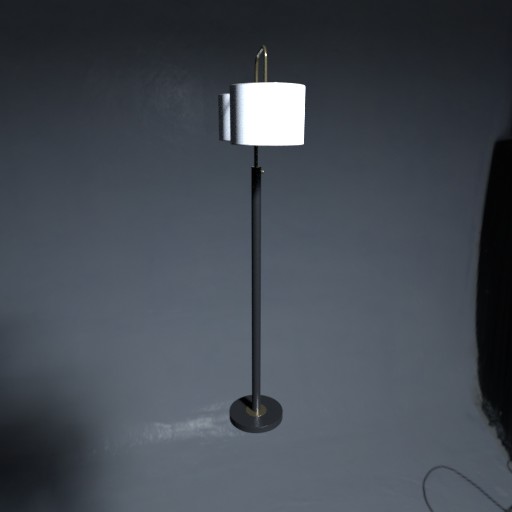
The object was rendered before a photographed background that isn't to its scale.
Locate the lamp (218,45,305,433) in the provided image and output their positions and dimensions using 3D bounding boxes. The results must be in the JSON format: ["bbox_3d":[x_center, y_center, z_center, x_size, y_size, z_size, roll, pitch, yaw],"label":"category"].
[{"bbox_3d":[0.000,0.000,1.892,0.254,1.587,0.711,-3,16,-9],"label":"lamp"}]
